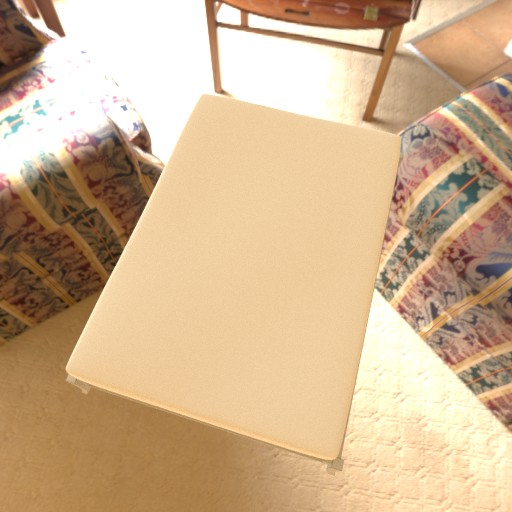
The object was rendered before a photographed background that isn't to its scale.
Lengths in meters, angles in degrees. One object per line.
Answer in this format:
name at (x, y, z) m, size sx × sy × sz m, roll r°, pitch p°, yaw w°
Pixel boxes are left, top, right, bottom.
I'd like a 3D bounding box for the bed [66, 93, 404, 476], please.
bed at (0.000, 0.000, 2.614) m, size 1.460 × 0.510 × 1.985 m, roll 15°, pitch 64°, yaw 7°
